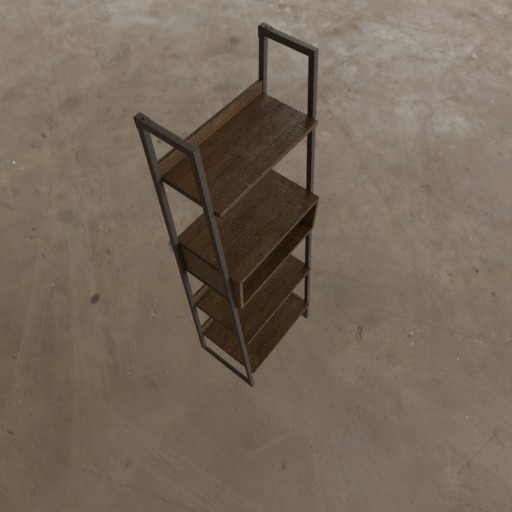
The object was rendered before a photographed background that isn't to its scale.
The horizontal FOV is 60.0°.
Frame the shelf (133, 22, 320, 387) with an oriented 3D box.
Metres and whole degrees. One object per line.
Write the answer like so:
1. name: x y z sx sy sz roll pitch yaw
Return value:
1. shelf: 0.000 0.000 2.276 0.454 2.005 0.652 34 64 19
